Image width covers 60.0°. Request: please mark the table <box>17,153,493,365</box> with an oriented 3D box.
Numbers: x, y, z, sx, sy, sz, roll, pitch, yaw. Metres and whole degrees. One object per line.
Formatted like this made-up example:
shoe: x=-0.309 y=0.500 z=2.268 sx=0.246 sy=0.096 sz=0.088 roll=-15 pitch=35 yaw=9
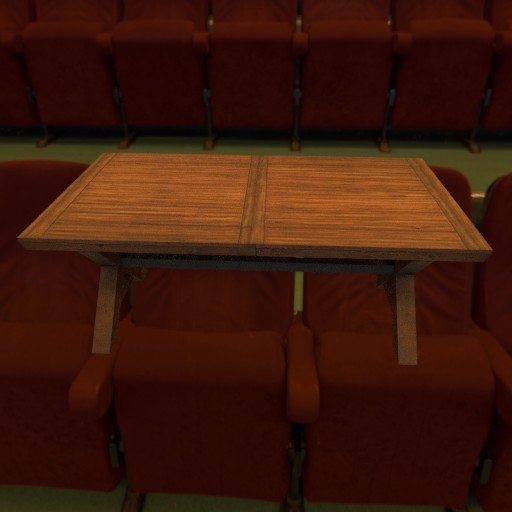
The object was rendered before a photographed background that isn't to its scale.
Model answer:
table: x=0.000 y=0.000 z=2.492 sx=1.966 sy=0.793 sz=1.071 roll=2 pitch=32 yaw=2
